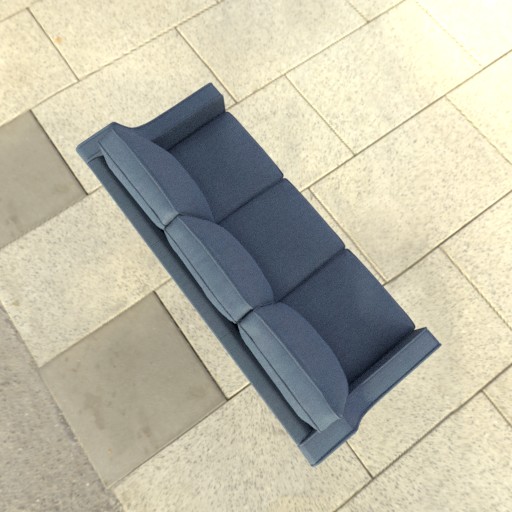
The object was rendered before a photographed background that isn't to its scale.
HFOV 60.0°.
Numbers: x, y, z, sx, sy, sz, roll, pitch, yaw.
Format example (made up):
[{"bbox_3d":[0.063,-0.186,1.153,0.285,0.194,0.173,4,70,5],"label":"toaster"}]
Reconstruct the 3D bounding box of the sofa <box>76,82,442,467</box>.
[{"bbox_3d":[0.000,0.000,2.548,0.911,0.974,1.986,-37,78,-10],"label":"sofa"}]
